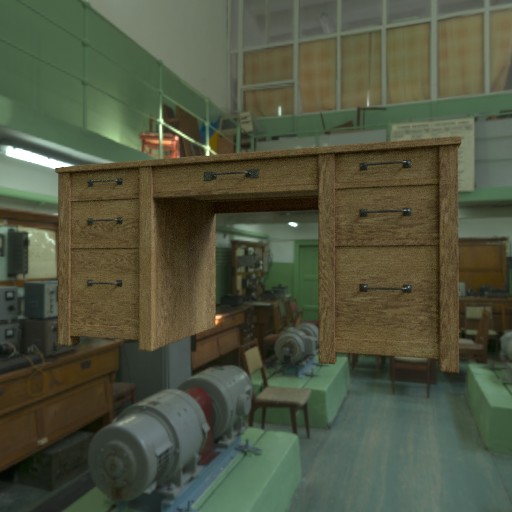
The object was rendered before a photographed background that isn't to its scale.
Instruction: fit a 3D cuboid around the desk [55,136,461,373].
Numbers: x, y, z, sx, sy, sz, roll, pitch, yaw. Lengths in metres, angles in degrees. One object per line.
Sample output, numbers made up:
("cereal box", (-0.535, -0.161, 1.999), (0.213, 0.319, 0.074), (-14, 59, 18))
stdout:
("desk", (0.000, 0.000, 1.946), (1.567, 0.751, 0.685), (0, -1, 17))
